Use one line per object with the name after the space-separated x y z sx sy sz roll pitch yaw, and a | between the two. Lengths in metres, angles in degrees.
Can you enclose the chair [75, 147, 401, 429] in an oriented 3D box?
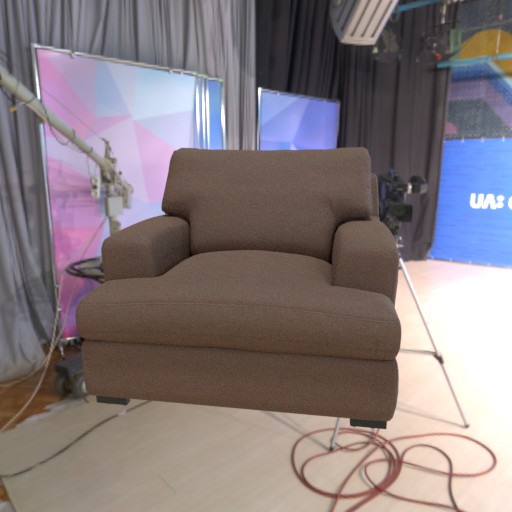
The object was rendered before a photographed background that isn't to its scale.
0.000 0.000 1.951 1.168 0.940 1.143 2 13 9 | chair
